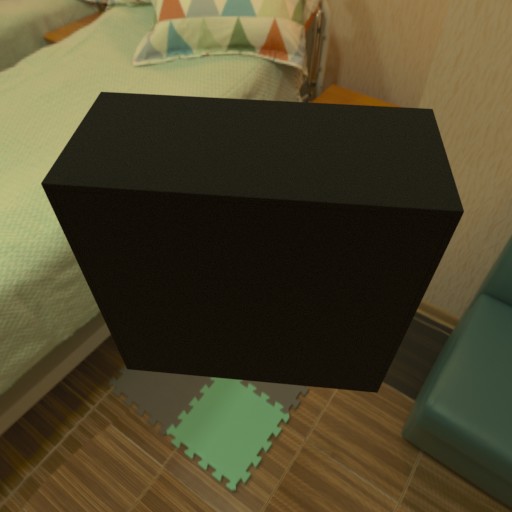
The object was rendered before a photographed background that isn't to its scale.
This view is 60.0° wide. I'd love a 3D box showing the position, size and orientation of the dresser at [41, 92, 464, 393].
[{"bbox_3d":[0.000,0.000,1.168,0.750,0.720,0.360,4,49,4],"label":"dresser"}]
